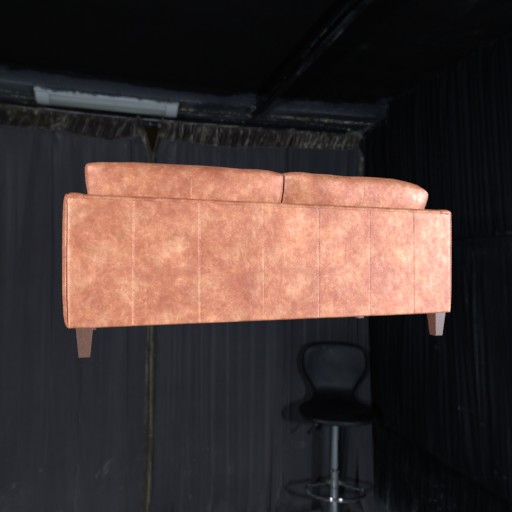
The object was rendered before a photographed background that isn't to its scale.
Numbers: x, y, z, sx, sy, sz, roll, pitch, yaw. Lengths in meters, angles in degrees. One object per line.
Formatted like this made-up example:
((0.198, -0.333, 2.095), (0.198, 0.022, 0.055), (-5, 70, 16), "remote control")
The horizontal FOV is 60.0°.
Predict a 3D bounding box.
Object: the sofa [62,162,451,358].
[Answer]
((0.000, 0.000, 2.538), (1.971, 0.863, 0.923), (0, -1, -18), "sofa")
